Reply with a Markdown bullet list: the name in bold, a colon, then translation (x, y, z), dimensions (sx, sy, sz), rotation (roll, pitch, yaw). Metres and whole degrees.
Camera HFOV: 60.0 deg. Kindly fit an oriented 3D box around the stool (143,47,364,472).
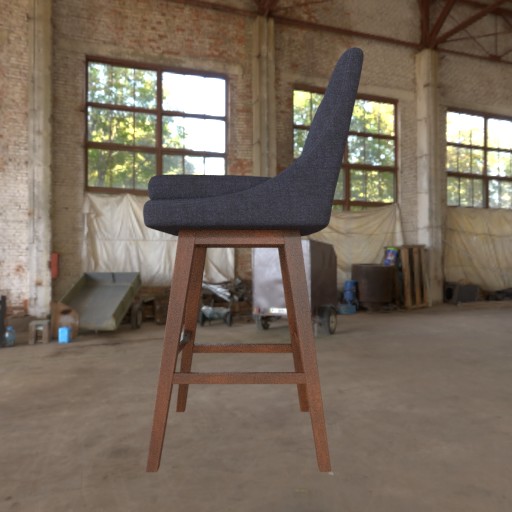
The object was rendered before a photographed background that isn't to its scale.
- **stool**: translation (0.000, 0.000, 1.328), dimensions (0.572, 1.068, 0.489), rotation (0, 0, 0)
